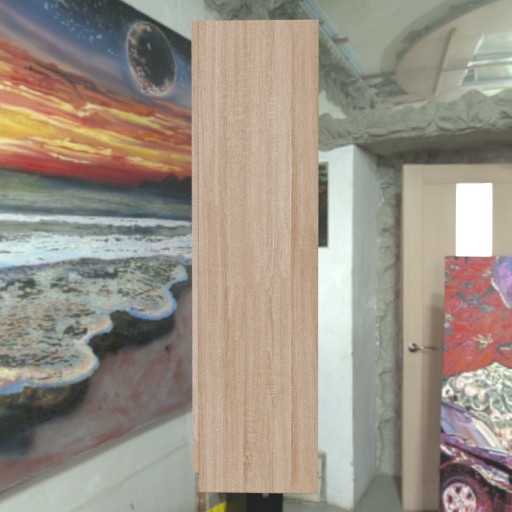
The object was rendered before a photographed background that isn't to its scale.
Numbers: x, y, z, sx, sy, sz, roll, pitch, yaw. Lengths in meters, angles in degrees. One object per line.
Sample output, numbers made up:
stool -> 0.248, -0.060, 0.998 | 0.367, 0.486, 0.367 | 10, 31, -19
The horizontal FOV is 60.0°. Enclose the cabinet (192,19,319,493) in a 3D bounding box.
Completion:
cabinet -> 0.000, 0.000, 2.736 | 0.590, 2.120, 1.500 | 0, 1, 1
